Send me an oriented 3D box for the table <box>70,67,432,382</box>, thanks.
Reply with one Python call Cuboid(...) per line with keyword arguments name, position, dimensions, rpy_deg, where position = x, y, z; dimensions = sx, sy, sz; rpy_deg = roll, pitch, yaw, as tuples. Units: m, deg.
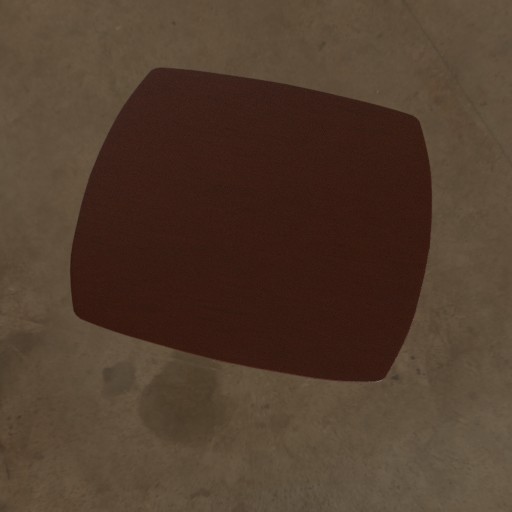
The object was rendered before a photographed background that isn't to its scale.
Cuboid(name="table", position=(0.000, 0.000, 0.876), dimensions=(0.502, 0.496, 0.433), rpy_deg=(12, 75, 3))
